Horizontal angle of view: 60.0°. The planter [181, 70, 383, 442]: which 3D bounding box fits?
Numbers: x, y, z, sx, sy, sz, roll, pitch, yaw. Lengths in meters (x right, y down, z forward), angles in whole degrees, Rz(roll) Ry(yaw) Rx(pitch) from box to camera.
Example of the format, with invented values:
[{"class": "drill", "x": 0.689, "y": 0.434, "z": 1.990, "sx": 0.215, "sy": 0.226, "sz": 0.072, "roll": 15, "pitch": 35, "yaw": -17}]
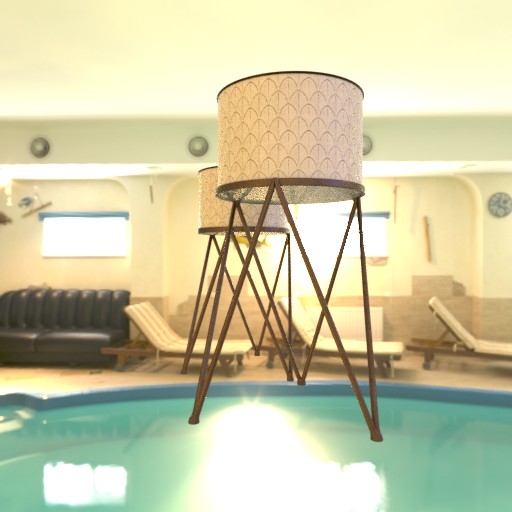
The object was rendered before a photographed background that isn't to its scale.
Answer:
[{"class": "planter", "x": 0.000, "y": 0.000, "z": 1.180, "sx": 0.413, "sy": 0.712, "sz": 0.769, "roll": 0, "pitch": 0, "yaw": -17}]
